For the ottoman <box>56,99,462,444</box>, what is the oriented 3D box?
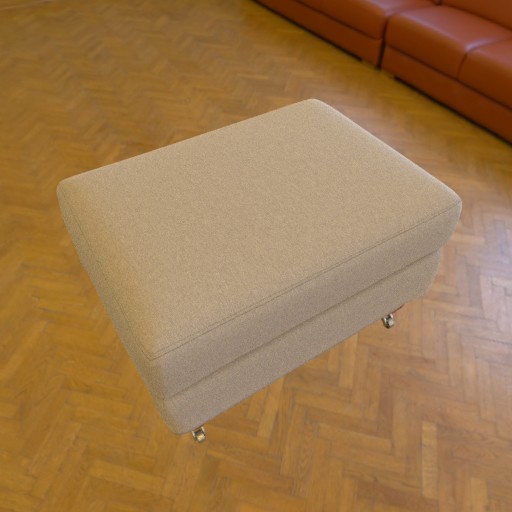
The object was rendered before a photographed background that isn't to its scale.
[{"bbox_3d":[0.000,0.000,1.132,0.773,0.497,0.574,-25,52,-21],"label":"ottoman"}]
